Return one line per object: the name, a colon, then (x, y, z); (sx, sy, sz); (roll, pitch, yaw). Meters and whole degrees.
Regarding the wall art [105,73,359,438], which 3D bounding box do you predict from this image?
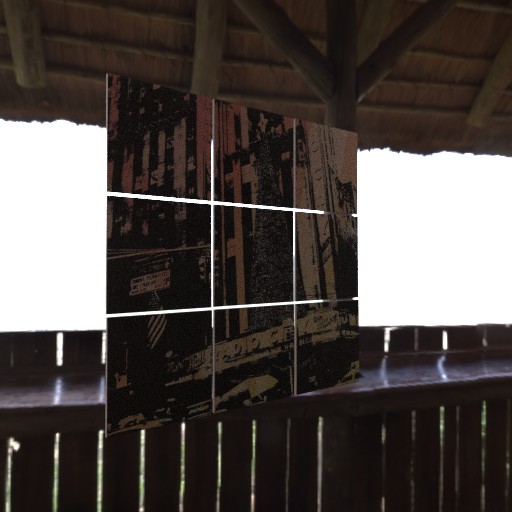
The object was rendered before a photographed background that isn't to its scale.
wall art: (0.000, 0.000, 2.289); (1.527, 1.521, 0.017); (1, -1, -35)
